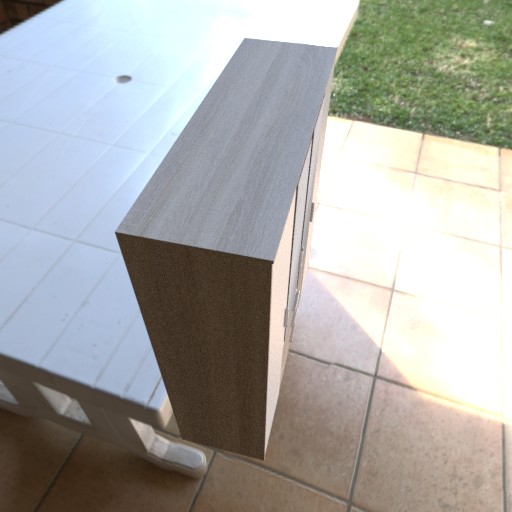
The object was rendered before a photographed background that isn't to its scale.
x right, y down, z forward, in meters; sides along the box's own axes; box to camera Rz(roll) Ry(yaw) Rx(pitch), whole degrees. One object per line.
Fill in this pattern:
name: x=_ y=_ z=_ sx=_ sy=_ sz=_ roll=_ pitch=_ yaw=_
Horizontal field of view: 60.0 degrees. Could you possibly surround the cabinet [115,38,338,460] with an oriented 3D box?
cabinet: x=0.000 y=0.000 z=2.973 sx=0.620 sy=2.060 sz=1.870 roll=10 pitch=48 yaw=9
